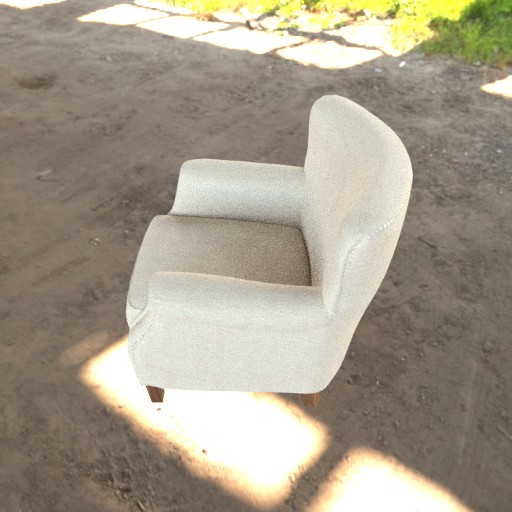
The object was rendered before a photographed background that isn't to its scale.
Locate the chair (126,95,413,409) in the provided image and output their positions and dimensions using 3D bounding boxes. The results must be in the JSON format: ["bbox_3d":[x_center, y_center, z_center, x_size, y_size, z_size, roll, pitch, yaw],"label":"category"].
[{"bbox_3d":[0.000,0.000,1.648,0.921,0.936,0.861,0,41,0],"label":"chair"}]
